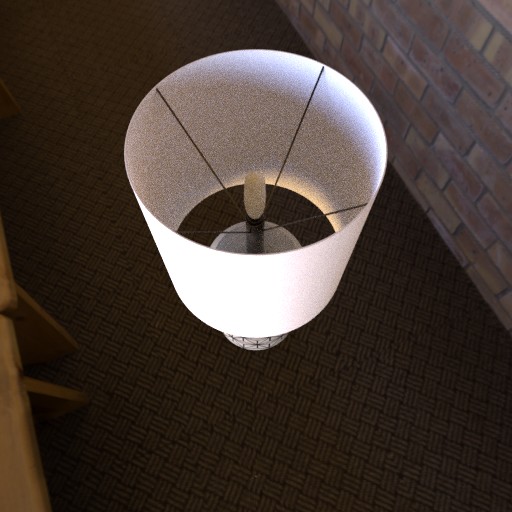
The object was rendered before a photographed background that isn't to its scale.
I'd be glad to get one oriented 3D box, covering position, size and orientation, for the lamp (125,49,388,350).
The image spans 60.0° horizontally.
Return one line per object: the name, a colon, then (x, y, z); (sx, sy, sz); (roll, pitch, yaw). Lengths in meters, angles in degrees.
lamp: (0.000, 0.000, 0.536); (0.206, 0.416, 0.206); (32, 68, 15)
